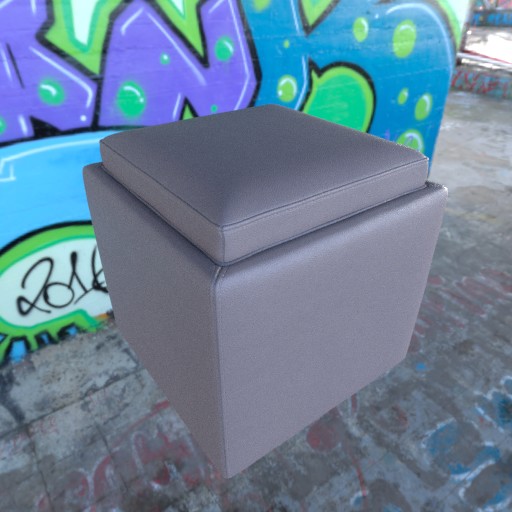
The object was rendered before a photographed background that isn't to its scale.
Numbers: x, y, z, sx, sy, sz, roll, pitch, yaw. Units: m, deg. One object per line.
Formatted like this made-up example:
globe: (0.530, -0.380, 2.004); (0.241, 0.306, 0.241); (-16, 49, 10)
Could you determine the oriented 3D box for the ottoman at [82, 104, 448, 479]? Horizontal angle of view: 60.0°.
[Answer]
ottoman: (0.000, 0.000, 0.813); (0.450, 0.460, 0.451); (-22, 38, -30)
